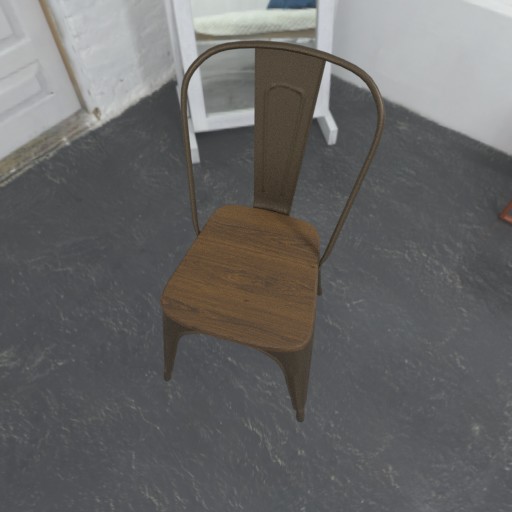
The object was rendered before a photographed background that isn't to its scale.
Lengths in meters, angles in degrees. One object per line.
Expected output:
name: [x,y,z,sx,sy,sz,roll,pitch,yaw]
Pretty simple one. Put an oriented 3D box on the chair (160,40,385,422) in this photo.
chair: [0.000,0.000,1.135,0.451,0.844,0.532,14,58,9]
